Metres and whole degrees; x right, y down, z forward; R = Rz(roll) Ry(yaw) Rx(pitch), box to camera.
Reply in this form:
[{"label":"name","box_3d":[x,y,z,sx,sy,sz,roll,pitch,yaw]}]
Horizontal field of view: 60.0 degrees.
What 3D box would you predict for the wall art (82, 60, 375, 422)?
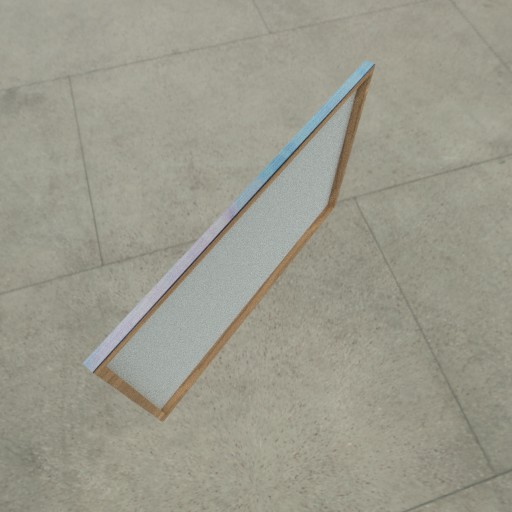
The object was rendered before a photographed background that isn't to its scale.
[{"label":"wall art","box_3d":[0.000,0.000,0.767,0.018,0.402,0.604,34,67,16]}]
